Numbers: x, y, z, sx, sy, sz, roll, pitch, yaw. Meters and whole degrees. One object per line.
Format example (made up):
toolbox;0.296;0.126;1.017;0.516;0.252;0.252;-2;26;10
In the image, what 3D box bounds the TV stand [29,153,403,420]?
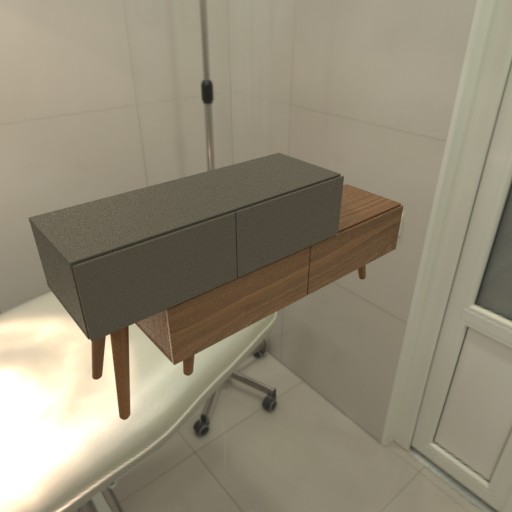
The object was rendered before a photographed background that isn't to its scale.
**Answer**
TV stand;0.000;0.000;1.612;1.336;0.591;0.329;-23;37;-34
